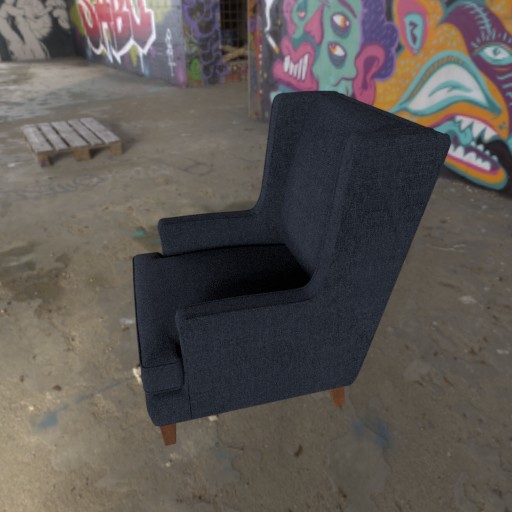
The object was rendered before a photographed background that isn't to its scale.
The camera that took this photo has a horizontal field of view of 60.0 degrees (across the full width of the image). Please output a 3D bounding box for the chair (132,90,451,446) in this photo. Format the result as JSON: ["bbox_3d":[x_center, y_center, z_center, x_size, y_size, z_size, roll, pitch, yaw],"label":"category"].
[{"bbox_3d":[0.000,0.000,1.711,0.947,1.072,0.764,-8,30,-13],"label":"chair"}]
